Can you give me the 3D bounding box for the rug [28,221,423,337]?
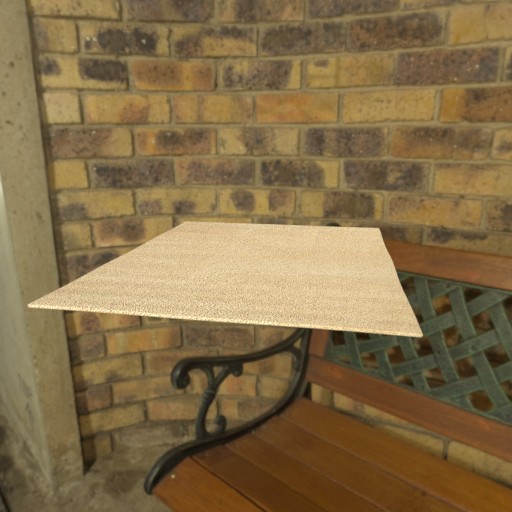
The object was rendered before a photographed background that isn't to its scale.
[{"bbox_3d":[0.000,0.000,4.038,2.400,0.025,3.000,3,15,10],"label":"rug"}]
